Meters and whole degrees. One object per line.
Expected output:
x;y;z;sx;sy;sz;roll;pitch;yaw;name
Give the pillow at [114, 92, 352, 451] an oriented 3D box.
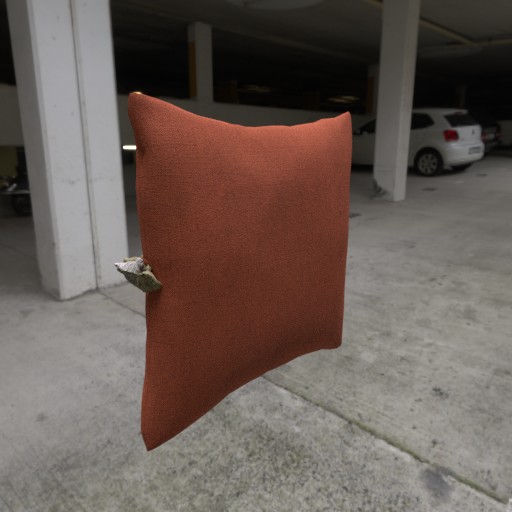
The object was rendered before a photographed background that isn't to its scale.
0.000;0.000;0.743;0.165;0.482;0.490;14;20;43;pillow
